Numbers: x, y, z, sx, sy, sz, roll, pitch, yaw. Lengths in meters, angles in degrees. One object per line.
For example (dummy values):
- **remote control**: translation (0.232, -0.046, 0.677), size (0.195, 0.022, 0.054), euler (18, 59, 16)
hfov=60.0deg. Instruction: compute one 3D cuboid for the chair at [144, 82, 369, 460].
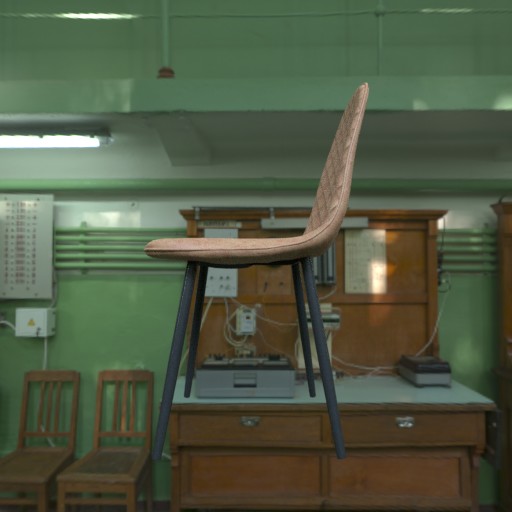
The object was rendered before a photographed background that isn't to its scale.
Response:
- **chair**: translation (0.000, 0.000, 1.194), size (0.561, 0.889, 0.472), euler (0, -1, -1)
